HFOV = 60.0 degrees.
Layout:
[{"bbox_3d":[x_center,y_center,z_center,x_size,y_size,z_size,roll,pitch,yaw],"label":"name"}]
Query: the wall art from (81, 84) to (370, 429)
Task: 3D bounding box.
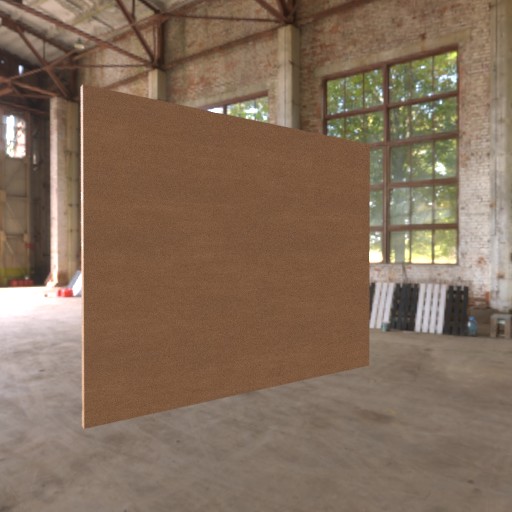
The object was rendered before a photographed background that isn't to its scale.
[{"bbox_3d":[0.000,0.000,0.675,0.508,0.408,0.010,0,1,-35],"label":"wall art"}]
